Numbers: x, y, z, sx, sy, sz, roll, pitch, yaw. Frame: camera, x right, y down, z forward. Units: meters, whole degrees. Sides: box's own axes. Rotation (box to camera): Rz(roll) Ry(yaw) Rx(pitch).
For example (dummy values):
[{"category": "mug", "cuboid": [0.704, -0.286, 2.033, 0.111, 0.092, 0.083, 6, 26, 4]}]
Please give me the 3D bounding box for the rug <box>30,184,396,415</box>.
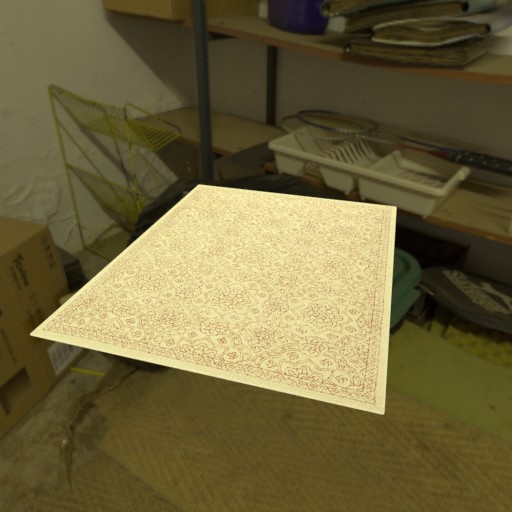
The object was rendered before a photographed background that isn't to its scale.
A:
[{"category": "rug", "cuboid": [0.000, 0.000, 4.101, 2.441, 0.015, 3.050, 9, 31, 14]}]
